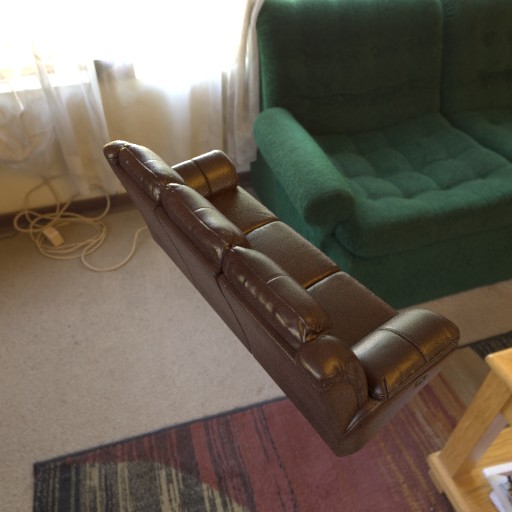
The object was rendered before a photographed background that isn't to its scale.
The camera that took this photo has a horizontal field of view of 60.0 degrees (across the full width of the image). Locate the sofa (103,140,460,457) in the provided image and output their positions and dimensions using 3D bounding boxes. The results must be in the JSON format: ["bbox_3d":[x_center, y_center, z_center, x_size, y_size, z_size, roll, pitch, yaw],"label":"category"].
[{"bbox_3d":[0.000,0.000,2.775,0.991,1.043,2.337,-25,47,-26],"label":"sofa"}]
